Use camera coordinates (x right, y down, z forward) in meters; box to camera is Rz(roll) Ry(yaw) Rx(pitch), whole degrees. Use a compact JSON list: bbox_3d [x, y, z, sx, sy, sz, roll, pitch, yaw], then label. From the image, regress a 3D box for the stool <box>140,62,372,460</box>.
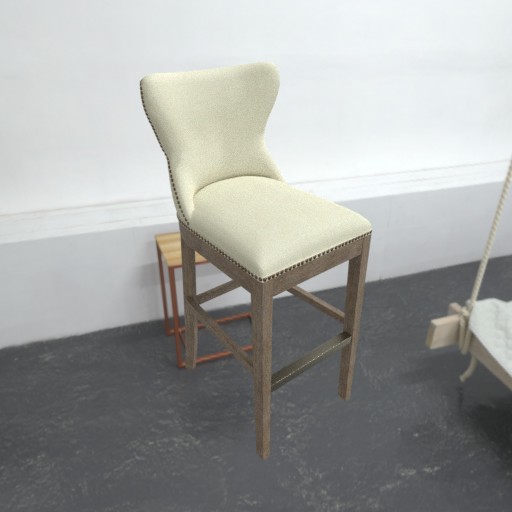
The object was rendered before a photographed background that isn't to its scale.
[{"bbox_3d":[0.000,0.000,1.477,0.494,1.123,0.606,-22,37,-32],"label":"stool"}]
